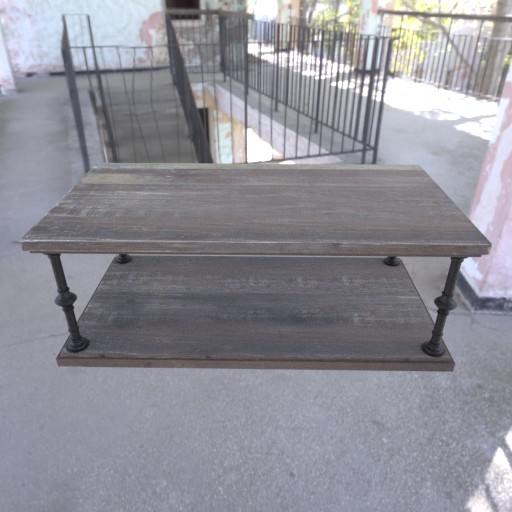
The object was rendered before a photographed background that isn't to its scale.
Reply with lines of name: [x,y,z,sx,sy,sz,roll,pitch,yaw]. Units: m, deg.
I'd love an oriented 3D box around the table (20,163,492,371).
table: [0.000,0.000,1.359,1.088,0.399,0.554,1,30,1]
